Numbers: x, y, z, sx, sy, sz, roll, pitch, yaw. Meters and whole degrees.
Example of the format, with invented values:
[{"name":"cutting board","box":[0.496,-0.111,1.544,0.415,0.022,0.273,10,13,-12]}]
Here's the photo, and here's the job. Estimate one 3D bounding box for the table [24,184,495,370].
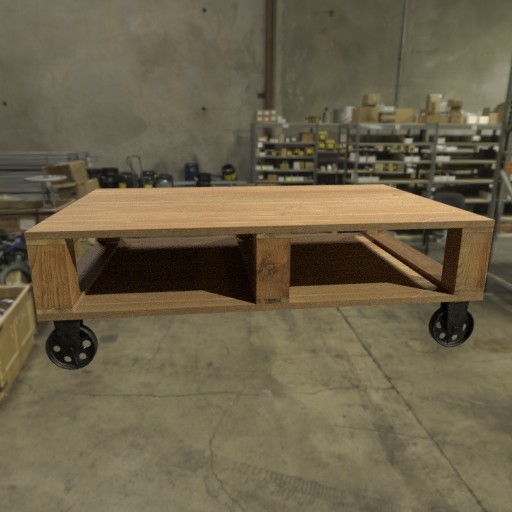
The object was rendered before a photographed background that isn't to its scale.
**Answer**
[{"name":"table","box":[0.000,0.000,1.665,1.299,0.413,0.827,-2,16,-7]}]
